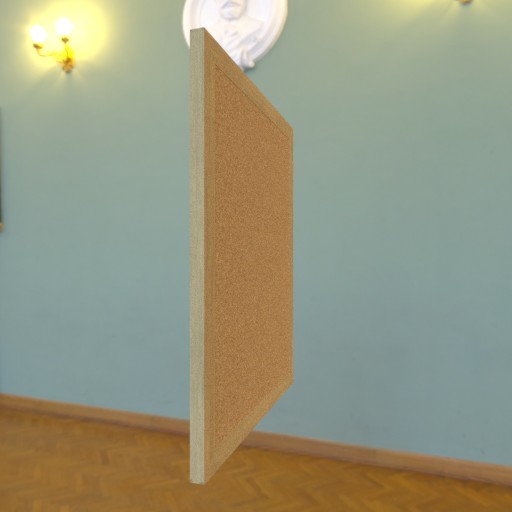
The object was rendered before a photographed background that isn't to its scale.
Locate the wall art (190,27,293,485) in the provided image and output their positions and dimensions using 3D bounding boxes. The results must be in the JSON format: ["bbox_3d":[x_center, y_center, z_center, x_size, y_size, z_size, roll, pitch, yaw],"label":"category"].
[{"bbox_3d":[0.000,0.000,0.764,0.020,0.561,0.460,0,0,18],"label":"wall art"}]
